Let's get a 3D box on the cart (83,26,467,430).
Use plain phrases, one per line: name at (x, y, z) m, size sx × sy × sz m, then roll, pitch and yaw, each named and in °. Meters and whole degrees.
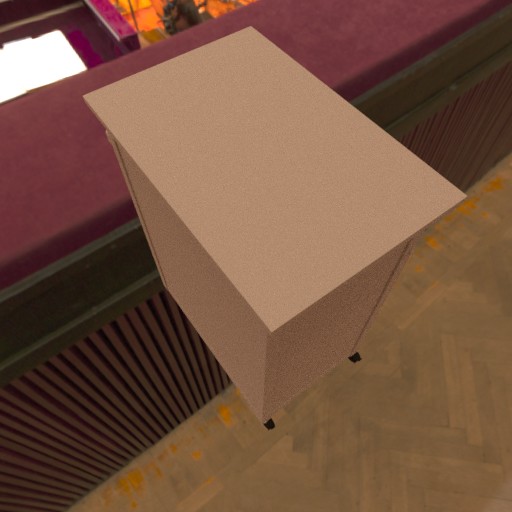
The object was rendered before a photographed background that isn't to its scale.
cart at (0.000, 0.000, 1.238) m, size 0.442 × 0.864 × 0.683 m, roll -32°, pitch 63°, yaw -18°
